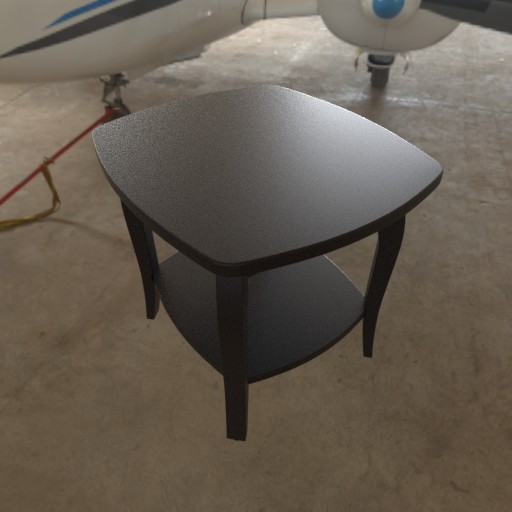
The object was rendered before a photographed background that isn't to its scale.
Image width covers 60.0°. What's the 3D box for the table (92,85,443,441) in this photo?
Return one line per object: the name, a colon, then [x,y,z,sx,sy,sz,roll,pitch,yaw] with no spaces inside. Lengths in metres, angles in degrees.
table: [0.000,0.000,0.858,0.457,0.457,0.508,-24,46,-26]
